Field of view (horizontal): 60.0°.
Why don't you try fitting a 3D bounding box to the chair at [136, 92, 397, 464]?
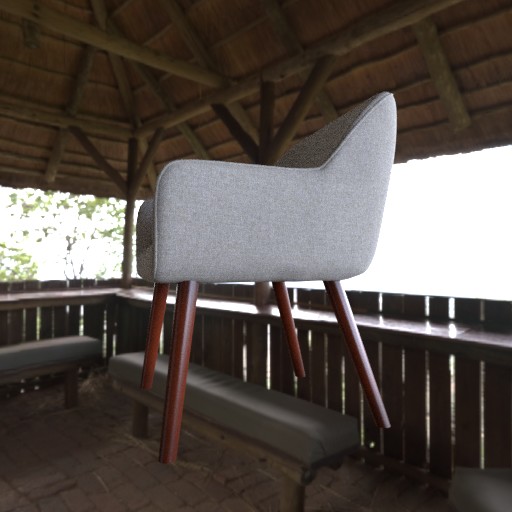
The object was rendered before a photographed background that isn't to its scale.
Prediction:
[{"bbox_3d":[0.000,0.000,1.214,0.610,0.813,0.610,0,-1,-18],"label":"chair"}]
